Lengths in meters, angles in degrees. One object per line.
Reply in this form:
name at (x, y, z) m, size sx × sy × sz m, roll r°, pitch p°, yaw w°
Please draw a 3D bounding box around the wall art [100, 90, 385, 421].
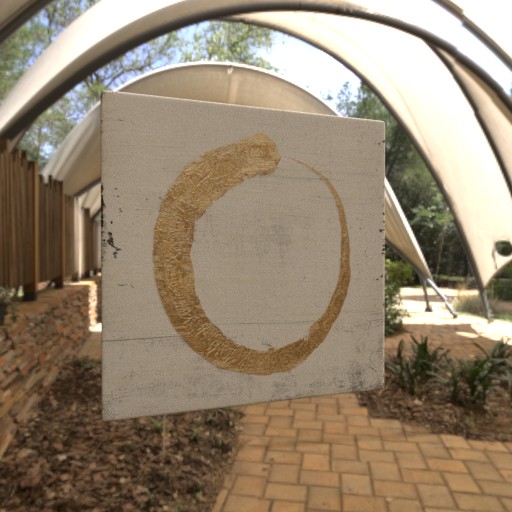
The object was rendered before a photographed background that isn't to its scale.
wall art at (0.000, 0.000, 1.155) m, size 0.762 × 0.762 × 0.038 m, roll 0°, pitch 1°, yaw -19°
